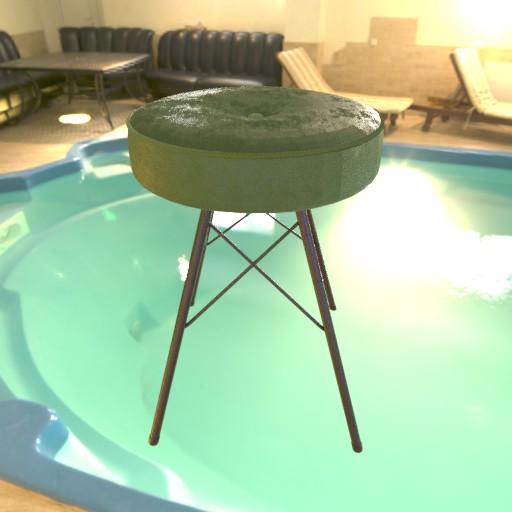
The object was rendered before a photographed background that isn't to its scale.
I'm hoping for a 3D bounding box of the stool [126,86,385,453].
[{"bbox_3d":[0.000,0.000,0.895,0.430,0.595,0.457,1,31,2],"label":"stool"}]
